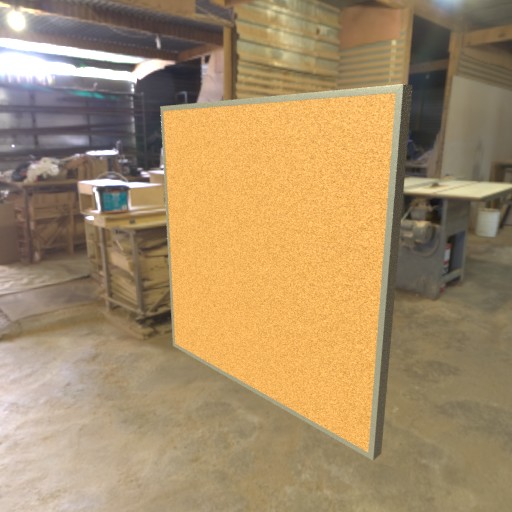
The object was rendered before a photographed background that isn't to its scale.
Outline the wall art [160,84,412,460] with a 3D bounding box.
[{"bbox_3d":[0.000,0.000,1.203,0.038,0.807,0.809,-14,20,-42],"label":"wall art"}]
